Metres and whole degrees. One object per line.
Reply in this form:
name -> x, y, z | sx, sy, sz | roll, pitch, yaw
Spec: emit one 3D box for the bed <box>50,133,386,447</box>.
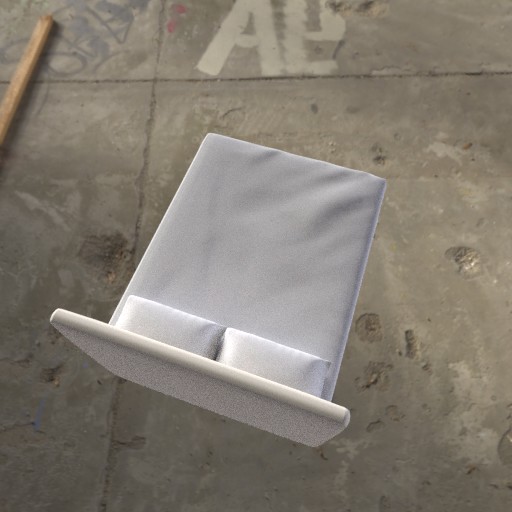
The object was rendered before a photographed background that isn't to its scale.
bed -> 0.000, 0.000, 3.270 | 1.713, 1.330, 2.142 | 17, 64, 9
